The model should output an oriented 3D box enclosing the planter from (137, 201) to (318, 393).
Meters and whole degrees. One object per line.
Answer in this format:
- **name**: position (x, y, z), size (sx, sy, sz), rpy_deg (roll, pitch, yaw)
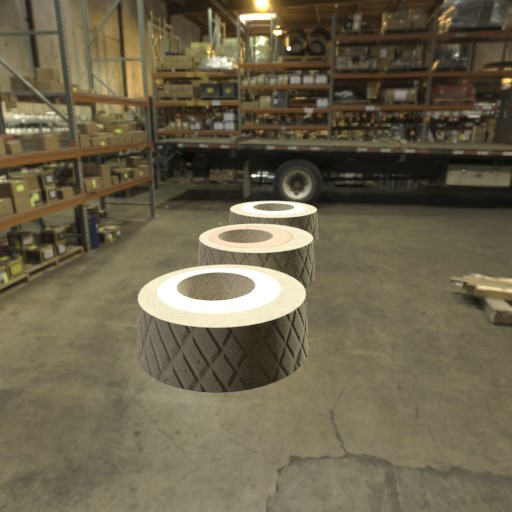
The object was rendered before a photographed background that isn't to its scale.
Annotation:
- **planter**: position (0.000, 0.000, 0.422), size (0.114, 0.038, 0.390), rpy_deg (3, 17, 8)
